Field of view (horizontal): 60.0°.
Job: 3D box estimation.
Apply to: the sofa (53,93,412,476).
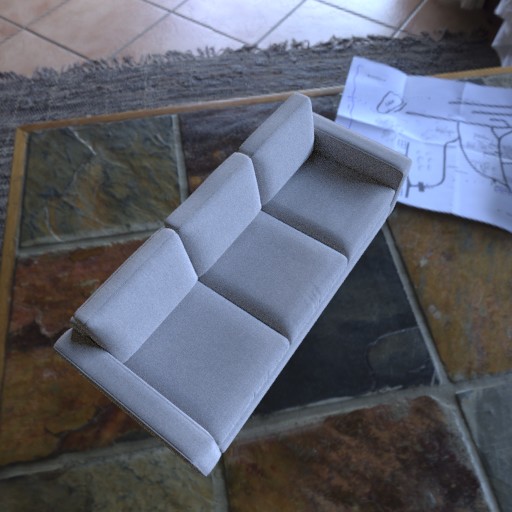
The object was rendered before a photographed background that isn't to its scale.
[{"bbox_3d":[0.000,0.000,2.541,0.900,0.800,2.120,32,64,18],"label":"sofa"}]
